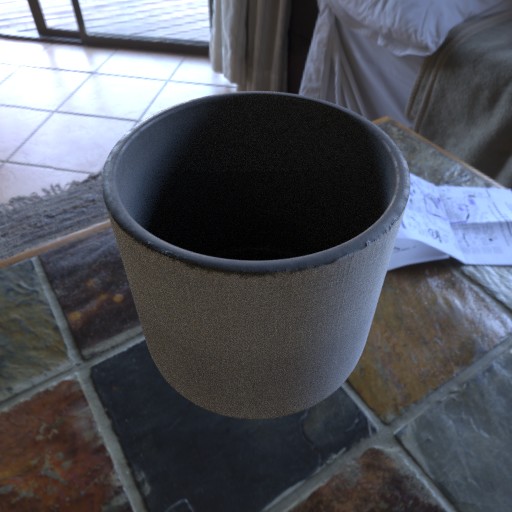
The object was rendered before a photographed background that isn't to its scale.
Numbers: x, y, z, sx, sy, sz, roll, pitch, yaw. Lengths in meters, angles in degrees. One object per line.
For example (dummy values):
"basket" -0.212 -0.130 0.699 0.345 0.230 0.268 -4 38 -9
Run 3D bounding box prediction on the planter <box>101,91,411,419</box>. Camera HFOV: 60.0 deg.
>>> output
"planter" 0.000 0.000 0.389 0.221 0.201 0.221 0 46 0
